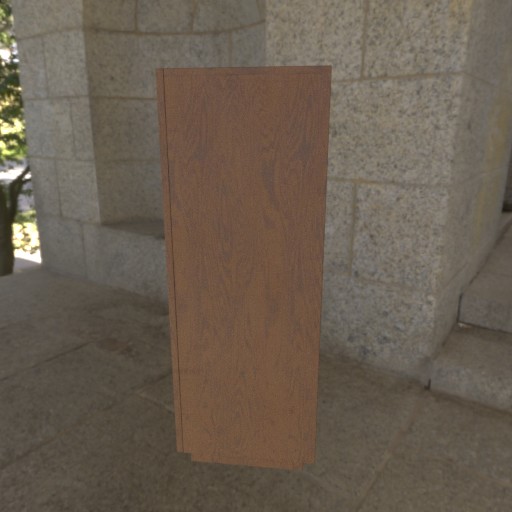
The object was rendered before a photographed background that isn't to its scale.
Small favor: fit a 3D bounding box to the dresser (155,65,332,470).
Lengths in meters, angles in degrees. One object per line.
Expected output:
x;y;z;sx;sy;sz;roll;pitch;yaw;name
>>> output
0.000;0.000;1.828;0.516;1.320;0.964;2;16;7;dresser
